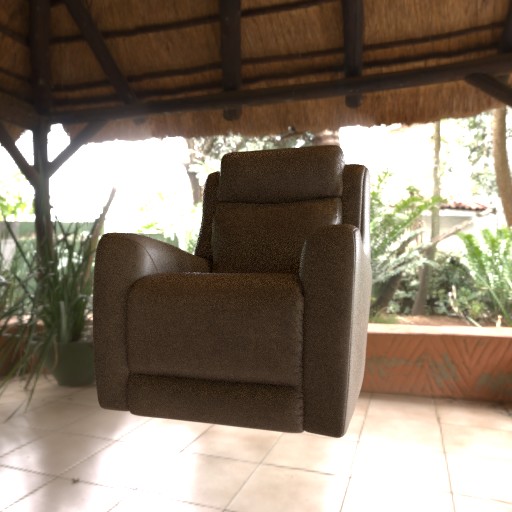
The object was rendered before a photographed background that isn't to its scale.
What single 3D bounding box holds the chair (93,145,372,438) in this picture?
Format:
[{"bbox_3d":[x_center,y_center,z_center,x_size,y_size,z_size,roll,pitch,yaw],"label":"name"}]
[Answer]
[{"bbox_3d":[0.000,0.000,1.920,0.967,1.116,1.068,0,-1,18],"label":"chair"}]
